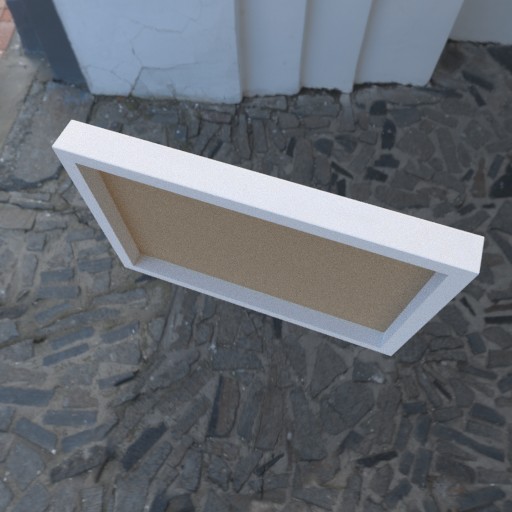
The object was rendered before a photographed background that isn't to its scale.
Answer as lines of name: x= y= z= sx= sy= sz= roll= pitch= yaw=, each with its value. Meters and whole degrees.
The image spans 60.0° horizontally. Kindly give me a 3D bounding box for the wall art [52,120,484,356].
wall art: x=0.000 y=0.000 z=0.497 sx=0.384 sy=0.254 sz=0.039 roll=18 pitch=64 yaw=9
